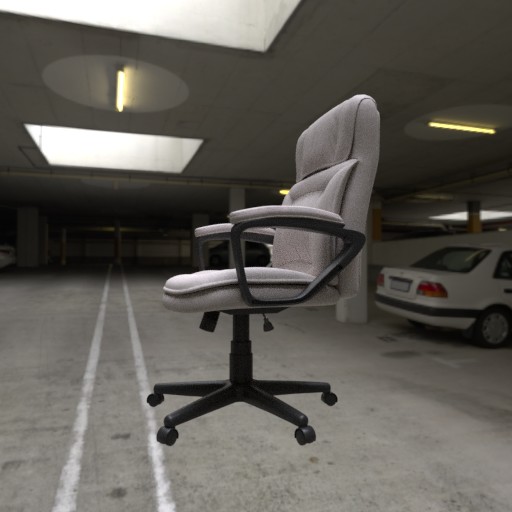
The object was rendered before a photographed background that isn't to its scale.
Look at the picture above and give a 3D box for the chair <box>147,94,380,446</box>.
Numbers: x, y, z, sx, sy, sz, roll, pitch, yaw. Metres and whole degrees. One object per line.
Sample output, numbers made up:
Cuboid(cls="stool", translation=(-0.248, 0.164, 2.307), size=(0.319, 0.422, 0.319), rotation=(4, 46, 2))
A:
Cuboid(cls="chair", translation=(0.000, 0.000, 1.574), size=(0.724, 1.105, 0.667), rotation=(0, -1, -18))
